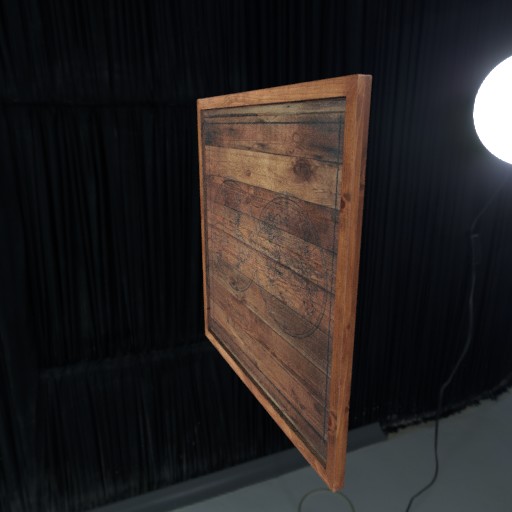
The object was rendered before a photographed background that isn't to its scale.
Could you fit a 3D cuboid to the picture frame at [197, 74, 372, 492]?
[{"bbox_3d":[0.000,0.000,1.170,0.029,0.817,0.810,-8,18,-24],"label":"picture frame"}]
